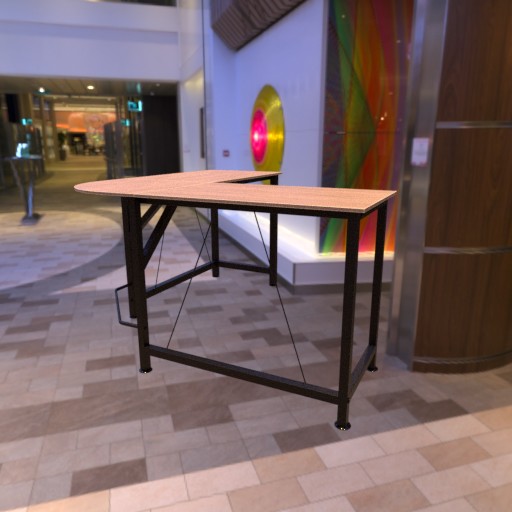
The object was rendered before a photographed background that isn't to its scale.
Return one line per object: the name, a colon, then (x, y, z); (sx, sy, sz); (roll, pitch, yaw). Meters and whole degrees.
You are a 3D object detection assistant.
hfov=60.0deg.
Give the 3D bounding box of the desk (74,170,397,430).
desk: (0.000, 0.000, 2.282); (1.400, 0.762, 1.400); (7, 16, 26)
